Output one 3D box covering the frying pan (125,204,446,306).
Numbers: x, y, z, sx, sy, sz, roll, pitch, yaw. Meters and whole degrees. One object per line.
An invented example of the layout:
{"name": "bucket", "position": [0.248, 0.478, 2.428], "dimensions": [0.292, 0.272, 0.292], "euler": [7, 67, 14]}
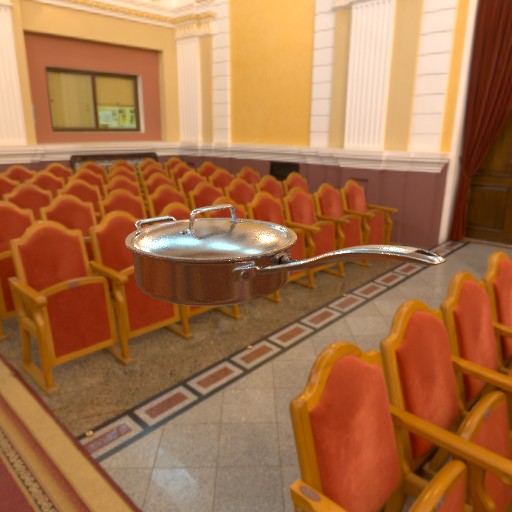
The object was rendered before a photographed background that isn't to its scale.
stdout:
{"name": "frying pan", "position": [0.000, 0.000, 0.589], "dimensions": [0.492, 0.111, 0.245], "euler": [16, 23, 42]}
